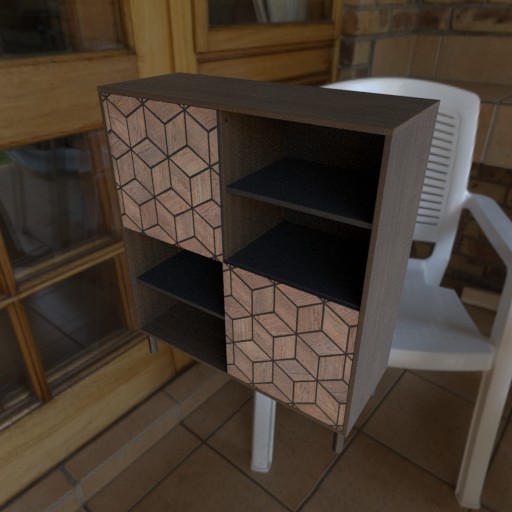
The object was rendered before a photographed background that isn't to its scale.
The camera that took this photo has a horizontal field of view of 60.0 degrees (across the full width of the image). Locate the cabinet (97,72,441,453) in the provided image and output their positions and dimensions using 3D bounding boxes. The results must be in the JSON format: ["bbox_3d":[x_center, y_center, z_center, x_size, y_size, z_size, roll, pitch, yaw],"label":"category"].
[{"bbox_3d":[0.000,0.000,1.666,1.010,1.170,0.400,19,35,29],"label":"cabinet"}]
